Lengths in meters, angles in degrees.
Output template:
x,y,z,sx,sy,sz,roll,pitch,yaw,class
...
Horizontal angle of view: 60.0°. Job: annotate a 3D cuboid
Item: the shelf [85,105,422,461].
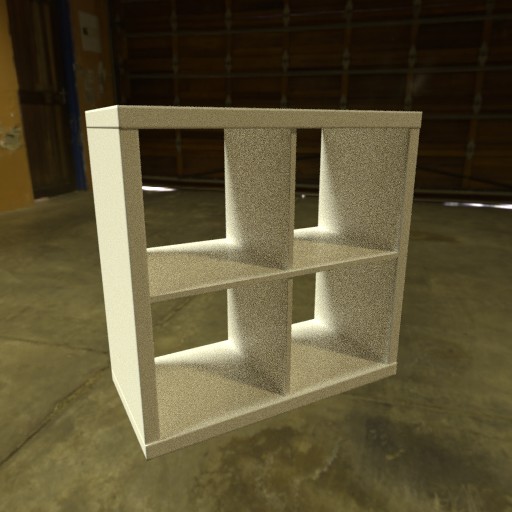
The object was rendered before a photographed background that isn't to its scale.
x,y,z,sx,sy,sz,roll,pitch,yaw,class
0.000,0.000,1.268,0.790,0.786,0.390,-9,18,-27,shelf
